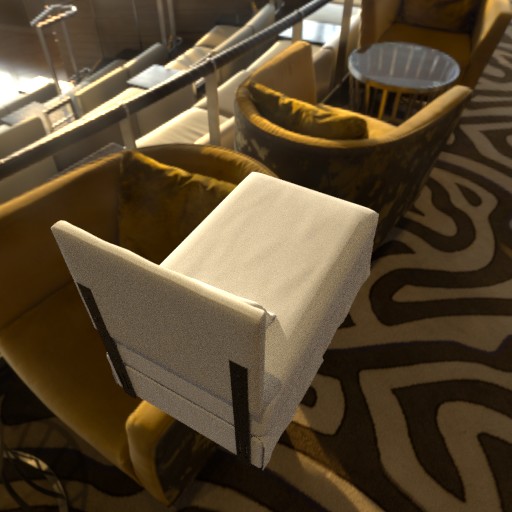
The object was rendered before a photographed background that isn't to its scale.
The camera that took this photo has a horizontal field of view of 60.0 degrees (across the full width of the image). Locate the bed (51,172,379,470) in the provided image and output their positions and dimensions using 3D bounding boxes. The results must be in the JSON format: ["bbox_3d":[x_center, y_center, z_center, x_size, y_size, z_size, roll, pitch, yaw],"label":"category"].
[{"bbox_3d":[0.000,0.000,3.045,1.261,1.571,1.997,22,50,20],"label":"bed"}]
